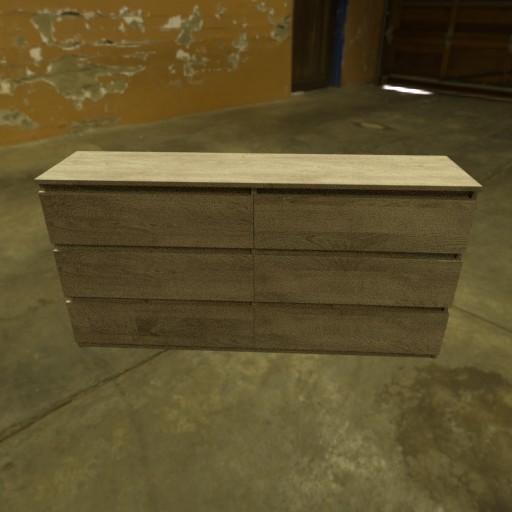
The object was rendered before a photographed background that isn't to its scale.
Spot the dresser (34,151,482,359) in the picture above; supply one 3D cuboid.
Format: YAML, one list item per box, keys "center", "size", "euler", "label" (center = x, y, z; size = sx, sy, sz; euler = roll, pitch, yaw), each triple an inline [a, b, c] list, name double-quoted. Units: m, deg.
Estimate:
- center: [0.000, 0.000, 1.923]
  size: [1.590, 0.795, 0.390]
  euler: [1, 28, 2]
  label: "dresser"
